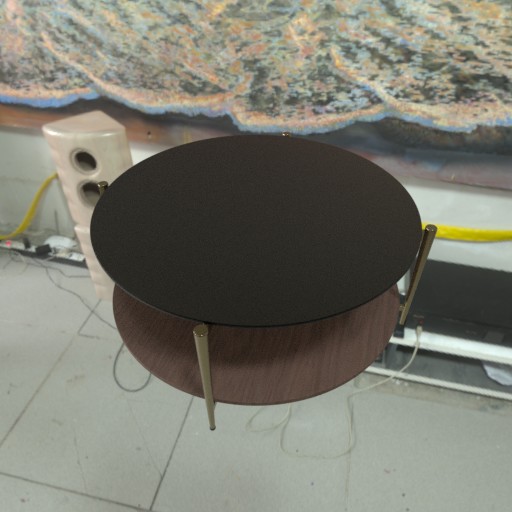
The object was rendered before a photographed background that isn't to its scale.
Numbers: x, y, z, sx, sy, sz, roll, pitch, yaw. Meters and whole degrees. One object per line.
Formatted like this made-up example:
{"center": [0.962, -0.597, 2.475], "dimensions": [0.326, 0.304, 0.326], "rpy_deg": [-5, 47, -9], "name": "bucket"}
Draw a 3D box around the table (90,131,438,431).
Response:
{"center": [0.000, 0.000, 1.429], "dimensions": [0.938, 0.400, 0.938], "rpy_deg": [-11, 41, -12], "name": "table"}
